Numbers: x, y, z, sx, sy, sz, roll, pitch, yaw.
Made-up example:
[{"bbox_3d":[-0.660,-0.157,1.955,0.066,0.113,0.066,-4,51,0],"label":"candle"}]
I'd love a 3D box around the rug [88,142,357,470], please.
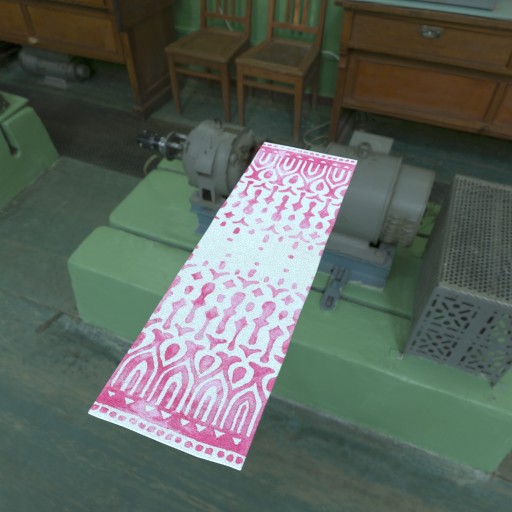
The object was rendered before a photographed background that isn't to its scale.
[{"bbox_3d":[0.000,0.000,2.786,0.787,0.011,2.458,16,49,14],"label":"rug"}]
